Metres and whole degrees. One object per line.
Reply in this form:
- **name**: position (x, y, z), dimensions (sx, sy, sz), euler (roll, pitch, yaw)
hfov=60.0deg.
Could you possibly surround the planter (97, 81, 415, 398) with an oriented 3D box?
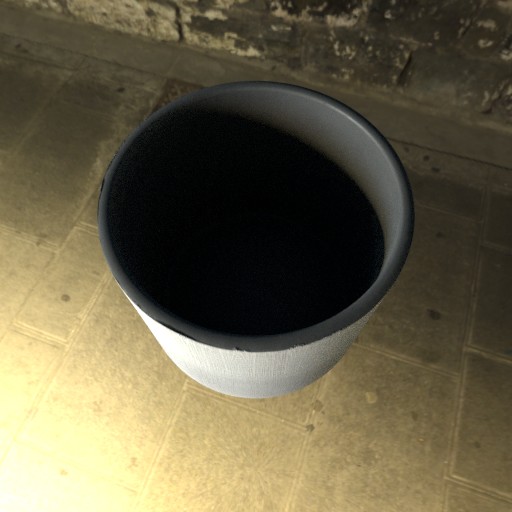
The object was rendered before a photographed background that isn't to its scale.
- **planter**: position (0.000, 0.000, 0.401), dimensions (0.226, 0.201, 0.226), euler (0, 64, 0)
